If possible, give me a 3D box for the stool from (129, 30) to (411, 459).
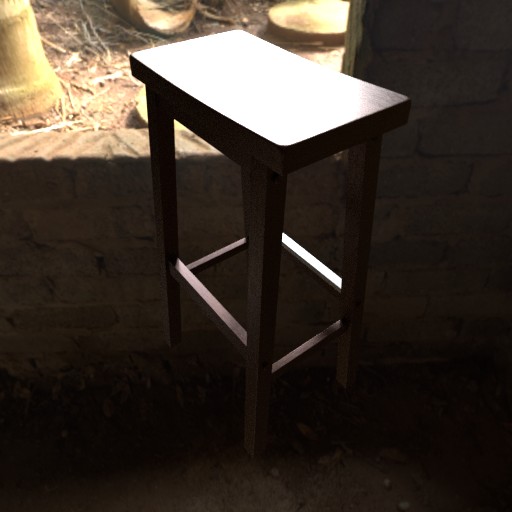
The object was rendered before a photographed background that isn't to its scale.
[{"bbox_3d":[0.000,0.000,0.917,0.322,0.742,0.406,-27,49,-27],"label":"stool"}]
